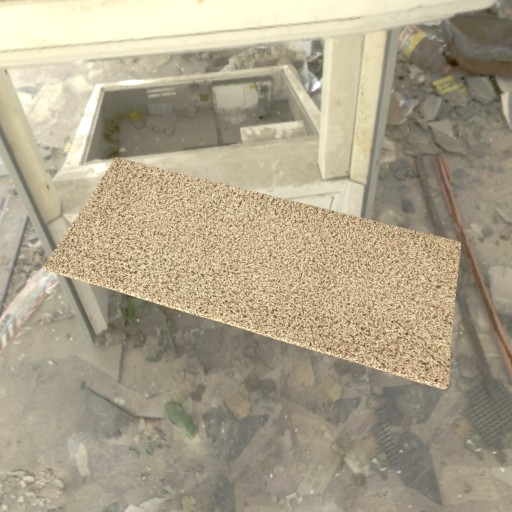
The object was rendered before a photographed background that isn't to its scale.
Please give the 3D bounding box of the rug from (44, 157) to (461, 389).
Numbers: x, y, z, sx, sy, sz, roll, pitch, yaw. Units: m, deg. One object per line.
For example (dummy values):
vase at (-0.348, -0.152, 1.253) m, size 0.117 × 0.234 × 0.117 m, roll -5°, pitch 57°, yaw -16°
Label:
rug at (0.000, 0.000, 1.738) m, size 1.524 × 0.030 × 0.609 m, roll 15°, pitch 60°, yaw 9°
